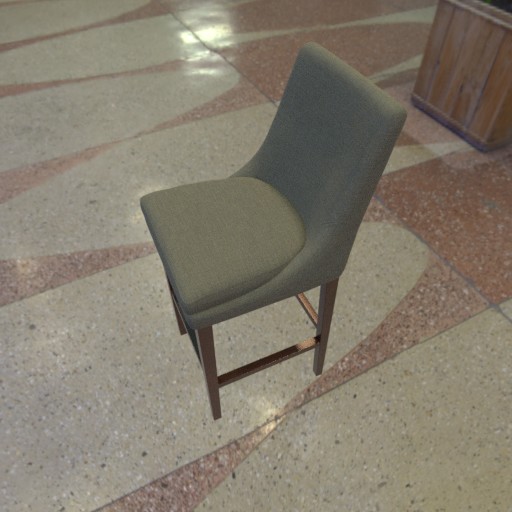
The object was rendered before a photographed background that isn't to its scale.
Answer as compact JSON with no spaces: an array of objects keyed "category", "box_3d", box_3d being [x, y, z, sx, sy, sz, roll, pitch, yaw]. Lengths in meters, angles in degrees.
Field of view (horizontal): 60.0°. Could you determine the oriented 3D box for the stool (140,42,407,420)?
[{"category":"stool","box_3d":[0.000,0.000,1.382,0.577,1.078,0.470,-18,49,-16]}]
